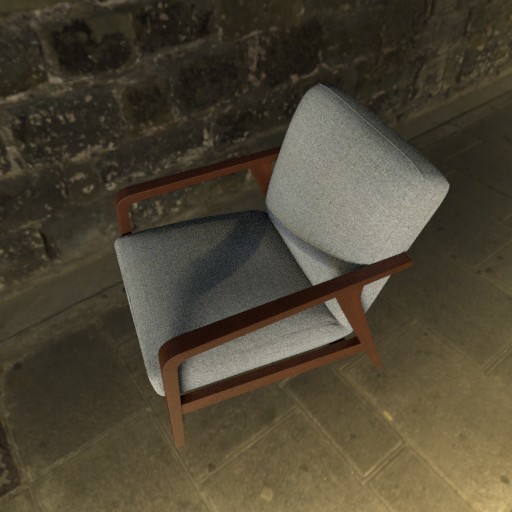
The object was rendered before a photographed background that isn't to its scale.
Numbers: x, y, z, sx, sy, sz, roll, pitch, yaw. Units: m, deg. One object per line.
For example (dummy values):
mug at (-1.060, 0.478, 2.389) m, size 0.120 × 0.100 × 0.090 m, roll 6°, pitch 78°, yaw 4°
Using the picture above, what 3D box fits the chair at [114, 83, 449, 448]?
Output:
chair at (0.000, 0.000, 1.464) m, size 0.858 × 0.847 × 0.704 m, roll -16°, pitch 48°, yaw -15°
